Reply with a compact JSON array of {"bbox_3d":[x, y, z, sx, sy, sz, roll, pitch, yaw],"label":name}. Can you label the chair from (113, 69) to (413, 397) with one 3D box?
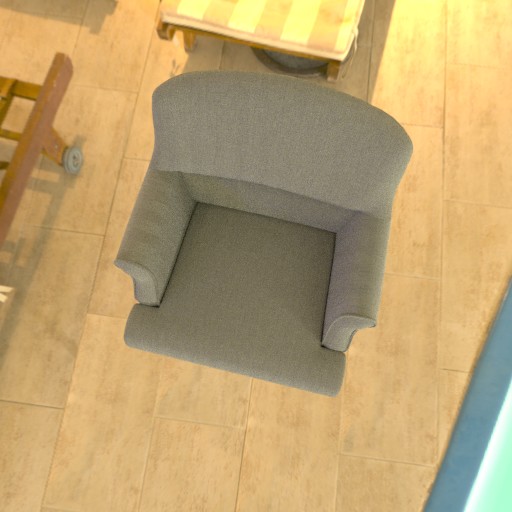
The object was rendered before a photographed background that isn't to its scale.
[{"bbox_3d":[0.000,0.000,1.453,0.772,0.880,0.755,13,75,3],"label":"chair"}]
